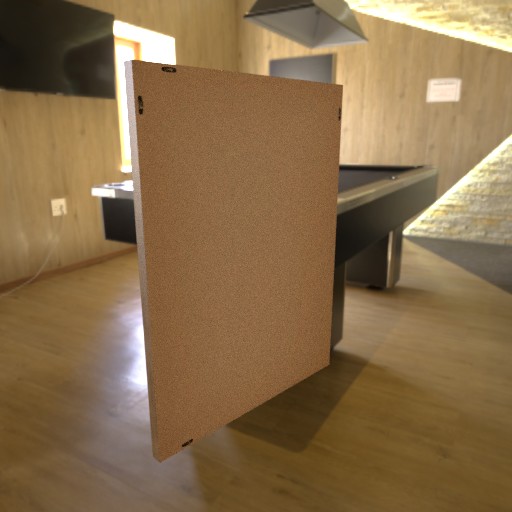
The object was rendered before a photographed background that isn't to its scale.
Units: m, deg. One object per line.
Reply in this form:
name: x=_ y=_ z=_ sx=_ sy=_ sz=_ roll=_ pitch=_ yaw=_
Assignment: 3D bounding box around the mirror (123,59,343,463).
mirror: x=0.000 y=0.000 z=1.337 sx=0.762 sy=1.016 sz=0.041 roll=-15 pitch=21 yaw=-42
